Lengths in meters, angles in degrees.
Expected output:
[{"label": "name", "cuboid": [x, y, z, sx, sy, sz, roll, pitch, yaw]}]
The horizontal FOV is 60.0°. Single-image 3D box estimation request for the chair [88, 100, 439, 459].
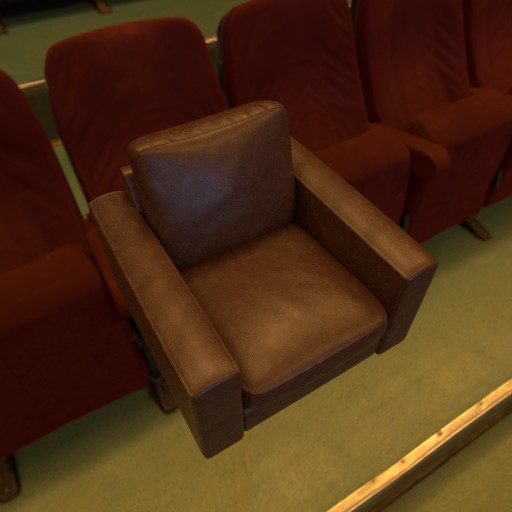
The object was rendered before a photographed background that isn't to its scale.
[{"label": "chair", "cuboid": [0.000, 0.000, 1.779, 1.005, 0.873, 1.016, -24, 52, -20]}]
